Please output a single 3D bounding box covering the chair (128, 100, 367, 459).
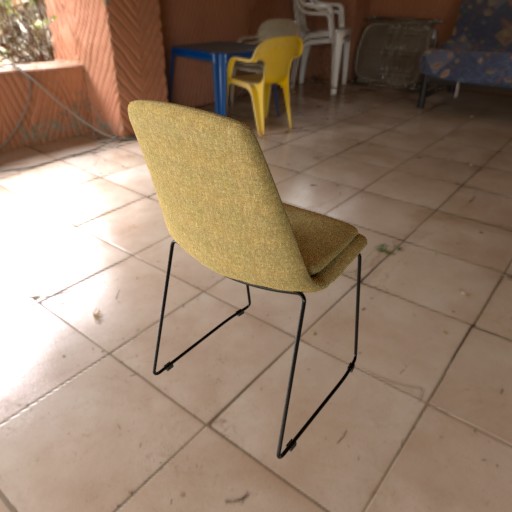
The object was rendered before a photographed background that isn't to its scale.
[{"bbox_3d":[0.000,0.000,1.160,0.479,0.849,0.496,22,37,32],"label":"chair"}]
